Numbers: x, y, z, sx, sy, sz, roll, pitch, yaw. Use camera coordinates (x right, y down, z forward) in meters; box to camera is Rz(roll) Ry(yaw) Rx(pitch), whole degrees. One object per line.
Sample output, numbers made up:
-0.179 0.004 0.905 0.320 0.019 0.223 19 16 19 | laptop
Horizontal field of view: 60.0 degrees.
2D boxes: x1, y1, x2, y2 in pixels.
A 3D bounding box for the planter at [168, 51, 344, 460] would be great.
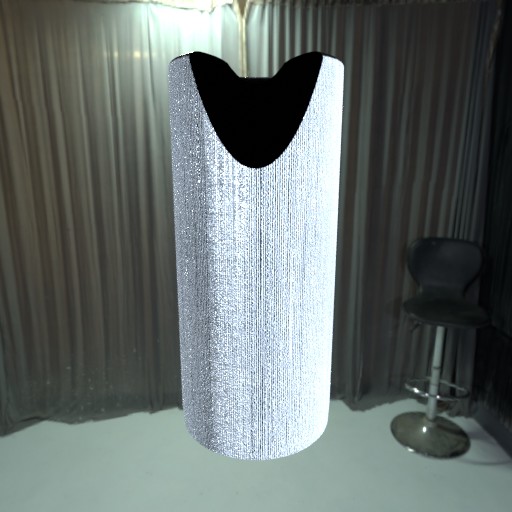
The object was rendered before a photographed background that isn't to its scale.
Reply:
0.000 0.000 0.128 0.045 0.103 0.045 -2 14 -9 | planter
